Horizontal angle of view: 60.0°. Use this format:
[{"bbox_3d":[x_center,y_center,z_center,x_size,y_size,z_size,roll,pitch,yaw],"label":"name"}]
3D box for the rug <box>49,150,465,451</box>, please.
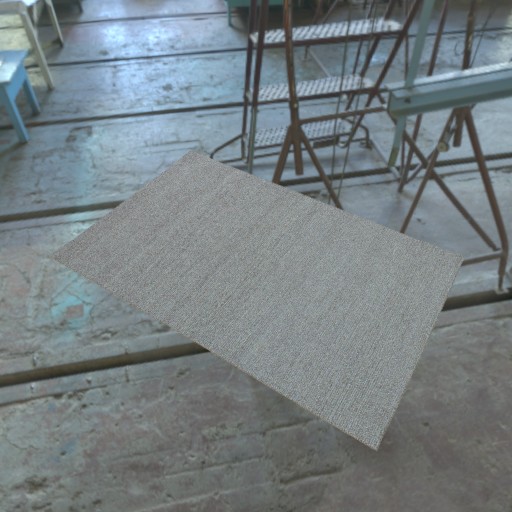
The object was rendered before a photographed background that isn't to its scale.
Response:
[{"bbox_3d":[0.000,0.000,2.257,1.792,0.021,1.154,25,51,22],"label":"rug"}]
